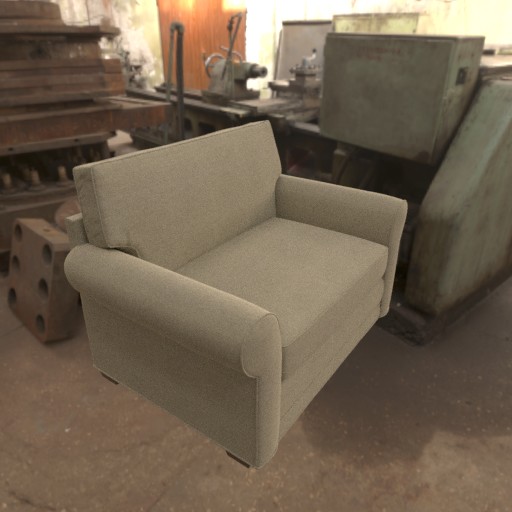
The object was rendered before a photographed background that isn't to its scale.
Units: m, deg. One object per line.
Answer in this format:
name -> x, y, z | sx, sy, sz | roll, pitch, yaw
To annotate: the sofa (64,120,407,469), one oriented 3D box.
sofa -> 0.000, 0.000, 2.023 | 0.936, 0.991, 1.405 | 18, 32, 31
